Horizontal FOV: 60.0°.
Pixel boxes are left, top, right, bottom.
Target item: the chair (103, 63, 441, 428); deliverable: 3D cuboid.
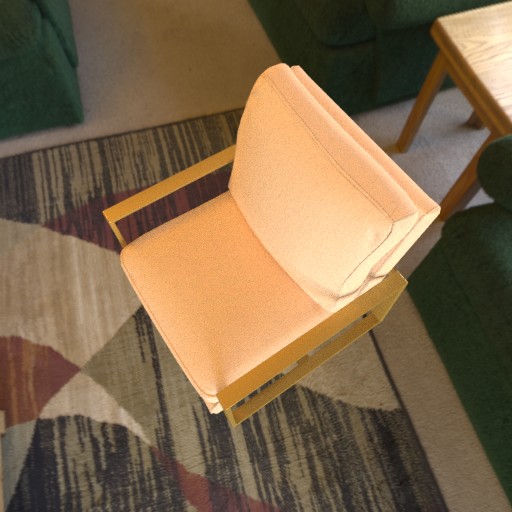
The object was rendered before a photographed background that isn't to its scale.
[{"bbox_3d":[0.000,0.000,1.520,0.813,0.956,0.758,-32,69,-14],"label":"chair"}]
